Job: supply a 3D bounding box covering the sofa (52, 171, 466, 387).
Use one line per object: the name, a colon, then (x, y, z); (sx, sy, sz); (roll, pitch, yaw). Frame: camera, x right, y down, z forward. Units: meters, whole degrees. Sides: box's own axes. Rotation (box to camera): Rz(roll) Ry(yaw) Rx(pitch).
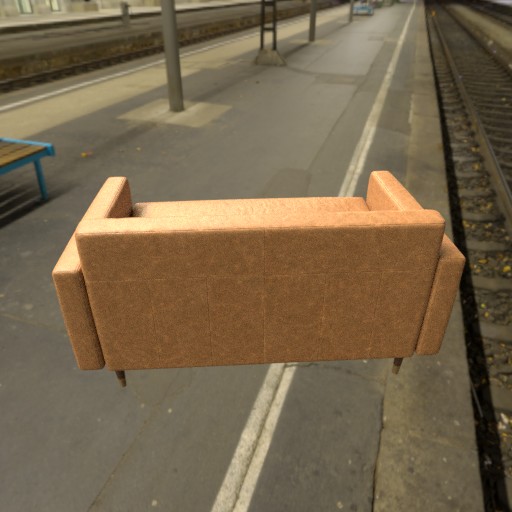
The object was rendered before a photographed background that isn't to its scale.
sofa: (0.000, 0.000, 2.136); (1.549, 0.820, 0.960); (-2, 32, -3)
